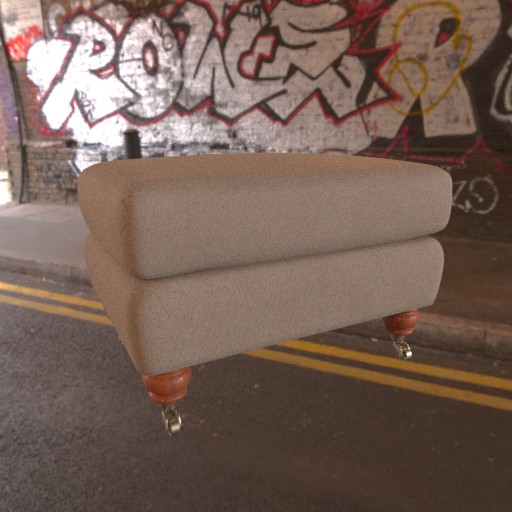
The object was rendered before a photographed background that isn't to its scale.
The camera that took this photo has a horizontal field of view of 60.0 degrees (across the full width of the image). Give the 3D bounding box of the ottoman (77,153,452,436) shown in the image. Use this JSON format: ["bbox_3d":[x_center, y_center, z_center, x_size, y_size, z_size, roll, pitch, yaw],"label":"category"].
[{"bbox_3d":[0.000,0.000,1.128,0.773,0.504,0.569,-8,18,-27],"label":"ottoman"}]
